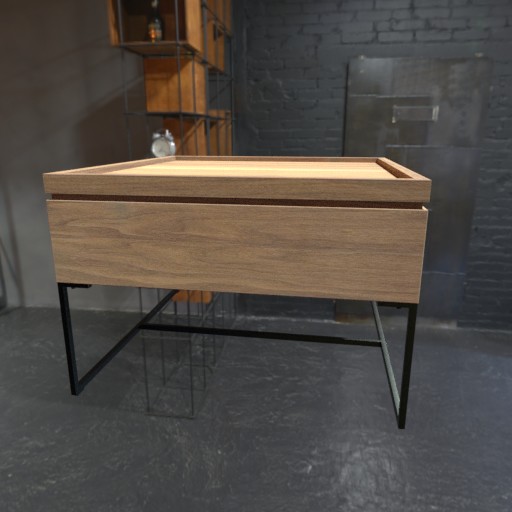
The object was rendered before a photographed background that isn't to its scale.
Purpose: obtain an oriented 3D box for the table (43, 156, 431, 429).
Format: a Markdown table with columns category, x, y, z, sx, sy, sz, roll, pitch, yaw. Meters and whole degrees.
| category | x | y | z | sx | sy | sz | roll | pitch | yaw |
| --- | --- | --- | --- | --- | --- | --- | --- | --- | --- |
| table | 0.000 | 0.000 | 1.137 | 0.679 | 0.464 | 0.676 | 3 | 16 | 9 |
